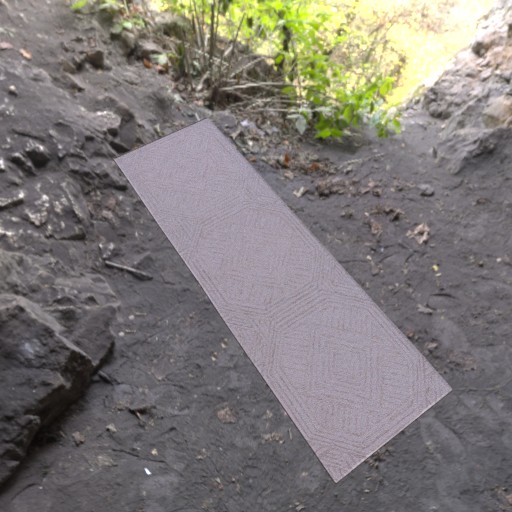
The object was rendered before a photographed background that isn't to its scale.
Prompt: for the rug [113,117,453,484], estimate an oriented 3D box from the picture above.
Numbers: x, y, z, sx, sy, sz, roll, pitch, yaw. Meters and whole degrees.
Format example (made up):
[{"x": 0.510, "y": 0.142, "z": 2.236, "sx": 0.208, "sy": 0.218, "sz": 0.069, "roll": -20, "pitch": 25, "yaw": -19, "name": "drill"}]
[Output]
[{"x": 0.000, "y": 0.000, "z": 2.679, "sx": 0.775, "sy": 0.012, "sz": 2.452, "roll": -30, "pitch": 63, "yaw": -17, "name": "rug"}]
